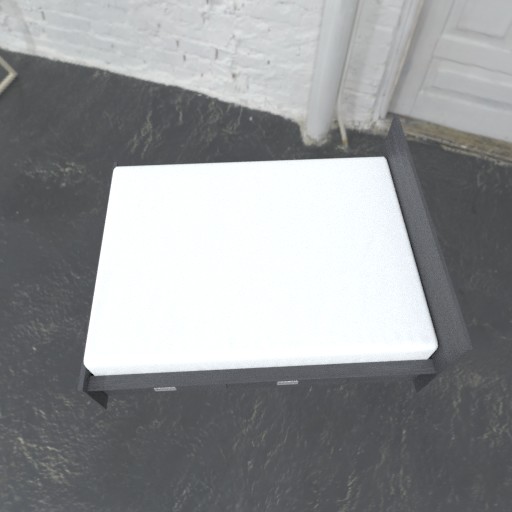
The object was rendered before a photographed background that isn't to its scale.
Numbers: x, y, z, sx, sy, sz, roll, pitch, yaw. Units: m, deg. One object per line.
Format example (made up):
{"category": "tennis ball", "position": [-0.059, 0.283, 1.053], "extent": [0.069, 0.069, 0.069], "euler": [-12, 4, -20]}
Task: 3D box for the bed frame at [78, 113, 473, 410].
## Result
{"category": "bed frame", "position": [0.000, 0.000, 2.820], "extent": [1.960, 0.800, 1.622], "euler": [-2, 58, -2]}
